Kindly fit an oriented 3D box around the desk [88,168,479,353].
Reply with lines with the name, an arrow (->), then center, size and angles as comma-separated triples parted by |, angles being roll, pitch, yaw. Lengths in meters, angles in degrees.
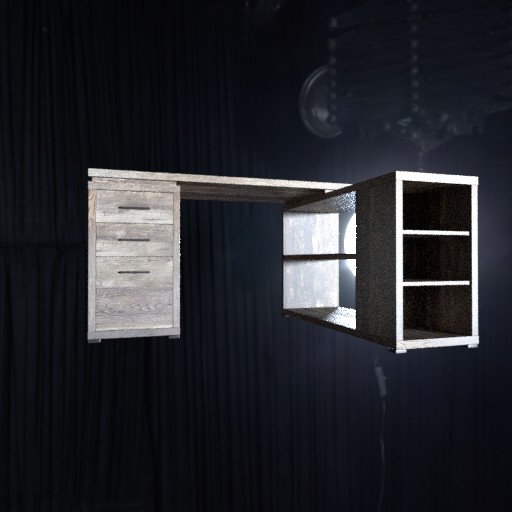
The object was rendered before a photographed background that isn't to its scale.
desk -> 0.000, 0.000, 2.149 | 1.524, 0.753, 1.200 | 0, 0, -18
